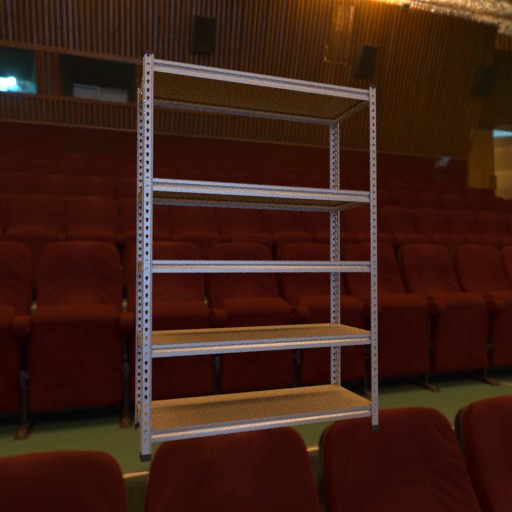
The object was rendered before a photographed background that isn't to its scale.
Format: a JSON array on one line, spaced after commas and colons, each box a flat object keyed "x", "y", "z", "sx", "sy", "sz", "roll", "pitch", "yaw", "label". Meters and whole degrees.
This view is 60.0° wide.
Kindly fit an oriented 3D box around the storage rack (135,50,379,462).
[{"x": 0.000, "y": 0.000, "z": 2.373, "sx": 1.219, "sy": 1.829, "sz": 0.457, "roll": 1, "pitch": -2, "yaw": -18, "label": "storage rack"}]
